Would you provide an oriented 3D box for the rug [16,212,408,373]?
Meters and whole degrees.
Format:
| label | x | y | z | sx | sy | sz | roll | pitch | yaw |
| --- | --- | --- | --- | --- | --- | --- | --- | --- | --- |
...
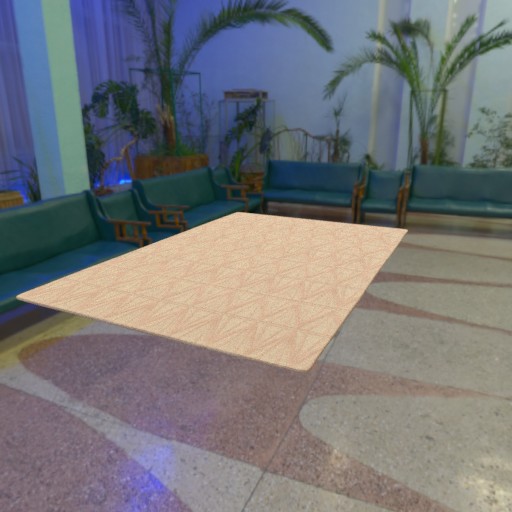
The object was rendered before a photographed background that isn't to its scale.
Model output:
| label | x | y | z | sx | sy | sz | roll | pitch | yaw |
| --- | --- | --- | --- | --- | --- | --- | --- | --- | --- |
| rug | 0.000 | 0.000 | 2.949 | 1.609 | 0.015 | 2.390 | 8 | 19 | 25 |
